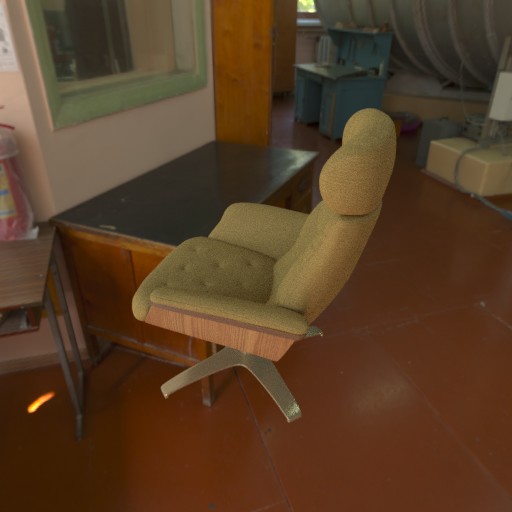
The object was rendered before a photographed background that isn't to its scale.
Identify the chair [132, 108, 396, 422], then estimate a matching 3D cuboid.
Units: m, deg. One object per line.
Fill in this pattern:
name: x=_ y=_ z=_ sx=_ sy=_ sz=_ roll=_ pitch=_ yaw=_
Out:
chair: x=0.000 y=0.000 z=1.576 sx=0.837 sy=0.995 sz=0.785 roll=8 pitch=30 yaw=14
